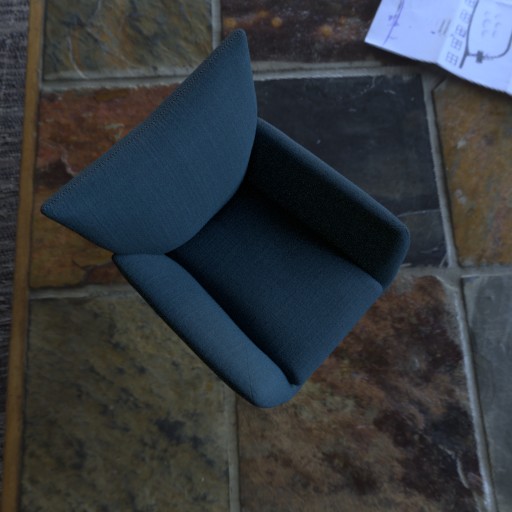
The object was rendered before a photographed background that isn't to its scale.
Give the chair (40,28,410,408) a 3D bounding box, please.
[{"bbox_3d":[0.000,0.000,1.411,0.769,0.859,0.678,42,80,9],"label":"chair"}]
